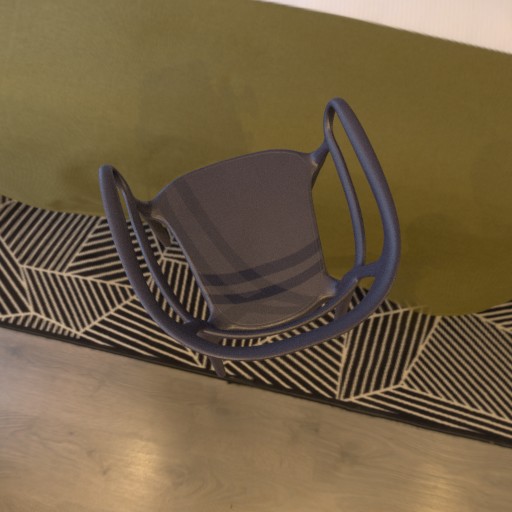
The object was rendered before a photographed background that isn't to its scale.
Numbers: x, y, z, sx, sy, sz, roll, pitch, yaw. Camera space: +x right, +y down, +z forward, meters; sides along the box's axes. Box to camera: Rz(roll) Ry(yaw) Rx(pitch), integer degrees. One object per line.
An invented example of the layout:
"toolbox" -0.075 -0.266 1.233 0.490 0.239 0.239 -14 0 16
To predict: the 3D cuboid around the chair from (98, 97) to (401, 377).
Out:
"chair" 0.000 0.000 1.128 0.559 0.761 0.527 -18 76 -5
